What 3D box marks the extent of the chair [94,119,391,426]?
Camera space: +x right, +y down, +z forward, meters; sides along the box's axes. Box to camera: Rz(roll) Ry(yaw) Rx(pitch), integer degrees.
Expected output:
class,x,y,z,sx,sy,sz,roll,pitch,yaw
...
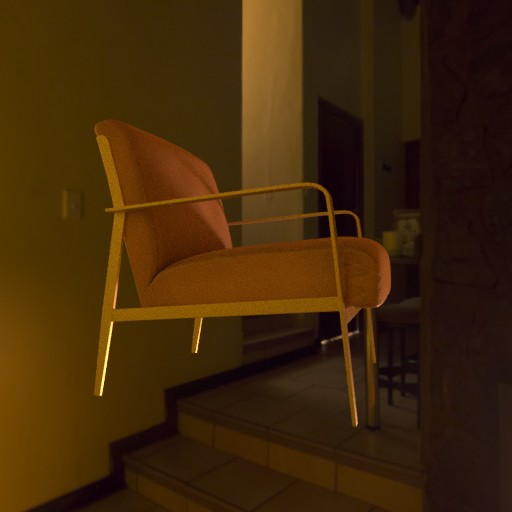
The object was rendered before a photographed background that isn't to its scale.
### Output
class,x,y,z,sx,sy,sz,roll,pitch,yaw
chair,0.000,0.000,1.479,0.848,0.823,0.701,0,0,19
